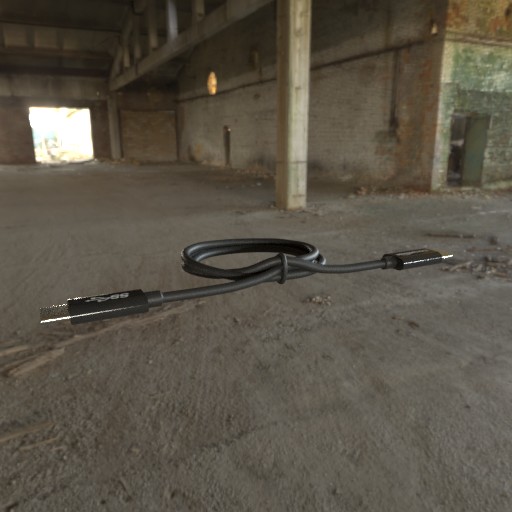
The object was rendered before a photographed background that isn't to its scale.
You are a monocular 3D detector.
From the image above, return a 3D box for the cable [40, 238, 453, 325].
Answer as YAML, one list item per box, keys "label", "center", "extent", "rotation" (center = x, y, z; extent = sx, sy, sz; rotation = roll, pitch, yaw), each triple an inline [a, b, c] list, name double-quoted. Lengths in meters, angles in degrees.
- label: "cable"
  center: [0.000, 0.000, 0.209]
  extent: [0.186, 0.014, 0.070]
  rotation: [-7, 16, -26]
